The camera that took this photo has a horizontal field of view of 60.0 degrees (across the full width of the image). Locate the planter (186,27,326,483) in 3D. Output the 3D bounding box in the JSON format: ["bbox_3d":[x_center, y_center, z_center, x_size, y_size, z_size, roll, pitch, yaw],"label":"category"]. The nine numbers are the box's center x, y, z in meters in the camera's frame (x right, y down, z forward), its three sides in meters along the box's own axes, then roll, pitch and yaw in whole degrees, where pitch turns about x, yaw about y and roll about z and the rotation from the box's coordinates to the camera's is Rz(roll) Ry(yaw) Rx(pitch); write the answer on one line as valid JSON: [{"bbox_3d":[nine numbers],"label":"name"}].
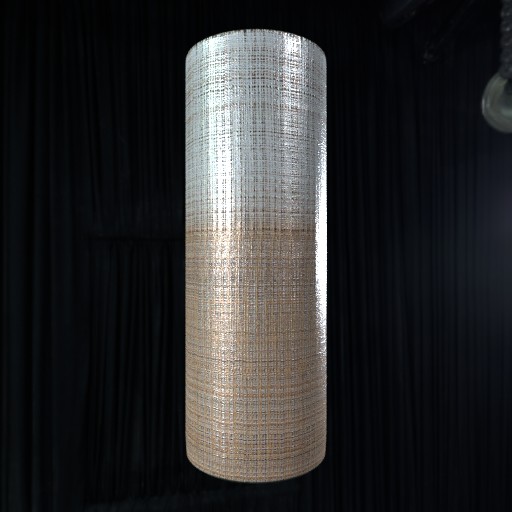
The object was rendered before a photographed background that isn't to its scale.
[{"bbox_3d":[0.000,0.000,0.316,0.099,0.278,0.099,0,0,-18],"label":"planter"}]
